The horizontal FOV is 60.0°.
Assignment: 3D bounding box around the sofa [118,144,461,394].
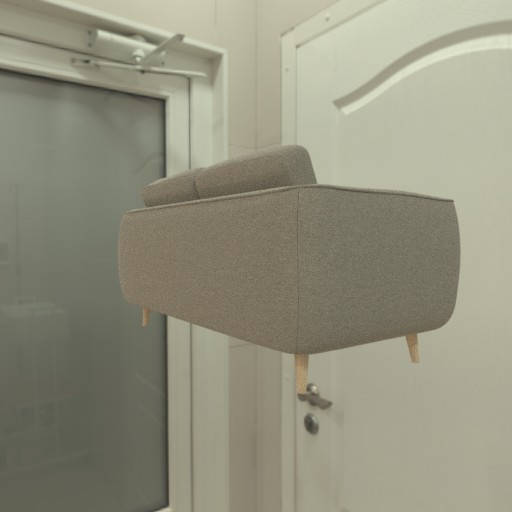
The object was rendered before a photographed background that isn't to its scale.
[{"bbox_3d":[0.000,0.000,2.204,0.920,0.850,1.700,-2,3,-35],"label":"sofa"}]
